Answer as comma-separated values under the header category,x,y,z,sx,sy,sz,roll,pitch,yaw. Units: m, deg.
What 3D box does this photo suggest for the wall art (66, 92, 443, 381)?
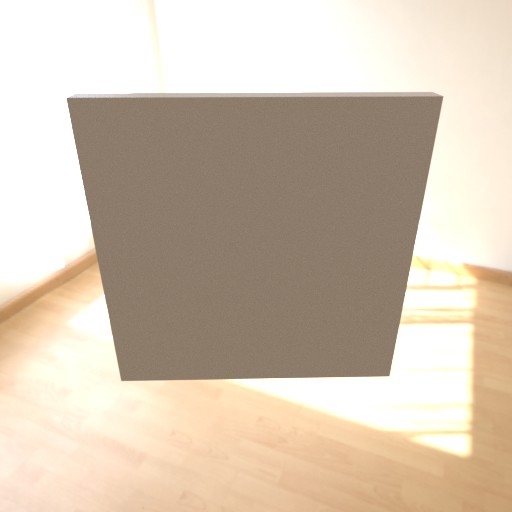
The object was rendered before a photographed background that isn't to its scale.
category,x,y,z,sx,sy,sz,roll,pitch,yaw
wall art,0.000,0.000,0.513,0.355,0.355,0.027,-1,29,-1
